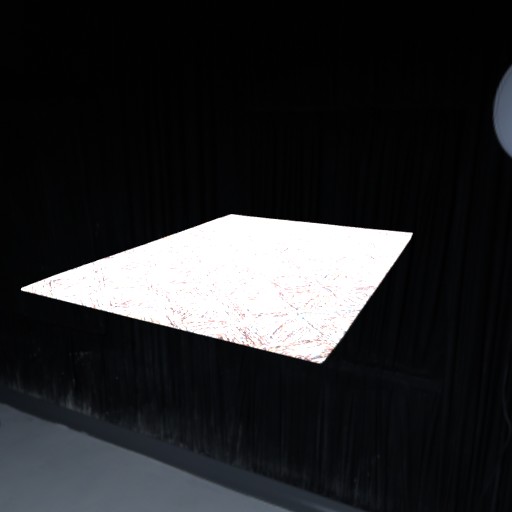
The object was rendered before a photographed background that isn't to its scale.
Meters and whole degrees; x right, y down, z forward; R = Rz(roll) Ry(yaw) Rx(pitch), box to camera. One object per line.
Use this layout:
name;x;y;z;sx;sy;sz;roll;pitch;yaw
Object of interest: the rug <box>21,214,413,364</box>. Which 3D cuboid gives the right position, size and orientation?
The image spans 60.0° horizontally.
rug;0.000;0.000;4.218;2.436;0.024;3.226;8;19;26
